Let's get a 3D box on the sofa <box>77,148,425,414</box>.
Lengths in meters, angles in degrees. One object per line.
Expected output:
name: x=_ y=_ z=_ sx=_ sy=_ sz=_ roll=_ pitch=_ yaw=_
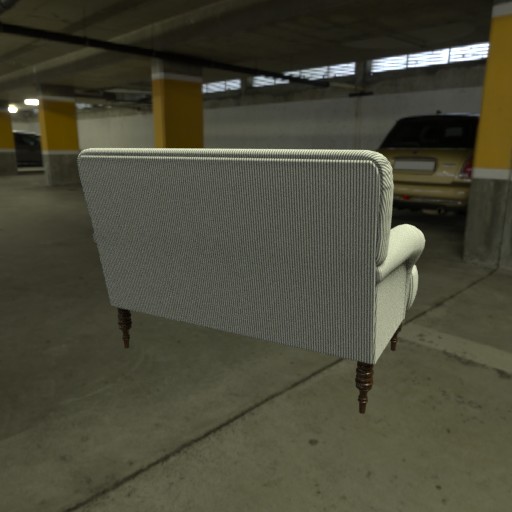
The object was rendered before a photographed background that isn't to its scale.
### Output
sofa: x=0.000 y=0.000 z=1.874 sx=1.297 sy=0.889 sz=0.779 roll=7 pitch=16 yaw=27
